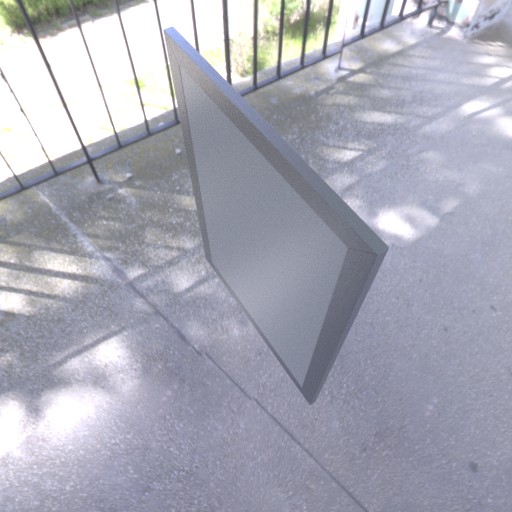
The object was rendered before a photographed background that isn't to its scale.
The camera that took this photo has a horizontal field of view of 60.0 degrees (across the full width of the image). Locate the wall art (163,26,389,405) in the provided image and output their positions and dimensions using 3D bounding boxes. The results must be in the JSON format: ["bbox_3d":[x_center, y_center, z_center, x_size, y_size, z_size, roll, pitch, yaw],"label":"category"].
[{"bbox_3d":[0.000,0.000,0.670,0.013,0.529,0.376,-30,63,-17],"label":"wall art"}]
